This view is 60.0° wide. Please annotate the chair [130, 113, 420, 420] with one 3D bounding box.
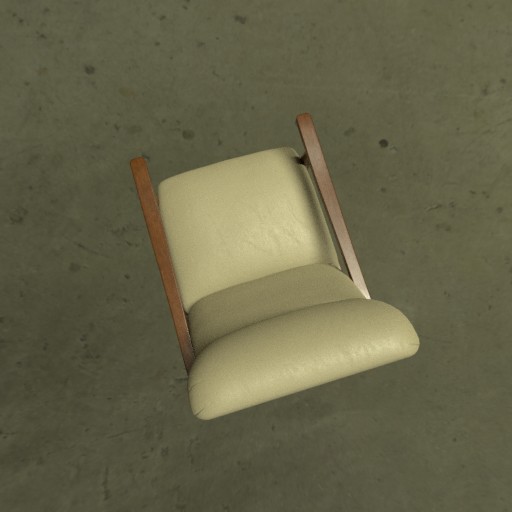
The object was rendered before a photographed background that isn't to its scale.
[{"bbox_3d":[0.000,0.000,1.765,0.762,1.082,1.014,-16,76,-4],"label":"chair"}]
